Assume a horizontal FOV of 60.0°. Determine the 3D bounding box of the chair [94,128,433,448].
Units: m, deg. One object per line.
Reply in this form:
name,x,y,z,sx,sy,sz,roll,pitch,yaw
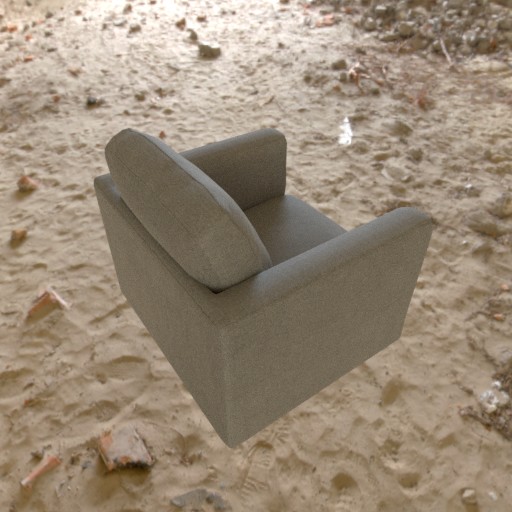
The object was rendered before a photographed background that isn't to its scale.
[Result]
chair,0.000,0.000,1.577,0.800,0.927,0.855,-24,46,-26
